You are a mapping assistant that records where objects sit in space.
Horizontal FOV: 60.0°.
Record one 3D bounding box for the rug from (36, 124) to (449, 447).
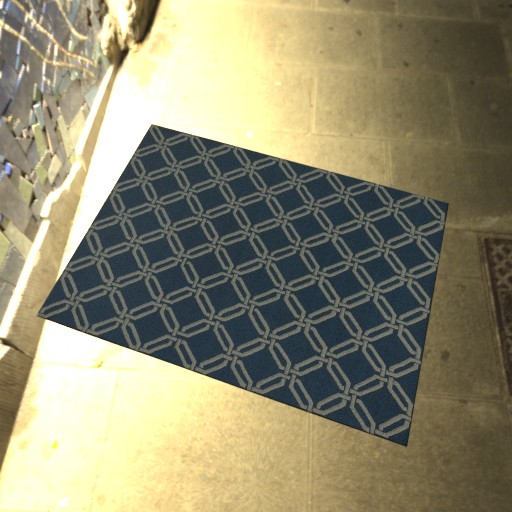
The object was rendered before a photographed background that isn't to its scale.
[{"bbox_3d":[0.000,0.000,4.258,3.342,0.018,2.432,17,64,9],"label":"rug"}]
